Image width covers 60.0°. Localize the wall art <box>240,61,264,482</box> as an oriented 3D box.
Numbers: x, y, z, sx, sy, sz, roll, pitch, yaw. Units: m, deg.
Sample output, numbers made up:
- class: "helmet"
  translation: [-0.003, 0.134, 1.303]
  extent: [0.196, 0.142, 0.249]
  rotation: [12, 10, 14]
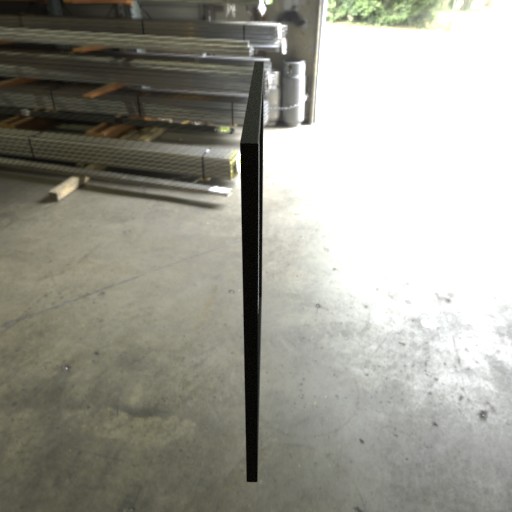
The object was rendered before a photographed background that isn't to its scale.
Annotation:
- class: "wall art"
  translation: [0.000, 0.000, 1.200]
  extent: [0.028, 0.863, 0.755]
  rotation: [1, 32, 1]
